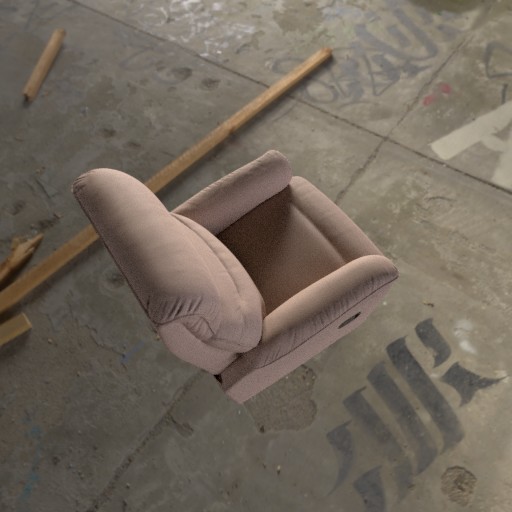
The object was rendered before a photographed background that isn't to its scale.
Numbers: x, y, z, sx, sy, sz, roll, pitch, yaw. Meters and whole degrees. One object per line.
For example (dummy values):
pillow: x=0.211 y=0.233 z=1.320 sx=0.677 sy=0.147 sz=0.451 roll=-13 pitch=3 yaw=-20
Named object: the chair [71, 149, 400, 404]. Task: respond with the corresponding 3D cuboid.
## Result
chair: x=0.000 y=0.000 z=1.767 sx=1.004 sy=1.037 sz=0.820 roll=-30 pitch=62 yaw=-18
